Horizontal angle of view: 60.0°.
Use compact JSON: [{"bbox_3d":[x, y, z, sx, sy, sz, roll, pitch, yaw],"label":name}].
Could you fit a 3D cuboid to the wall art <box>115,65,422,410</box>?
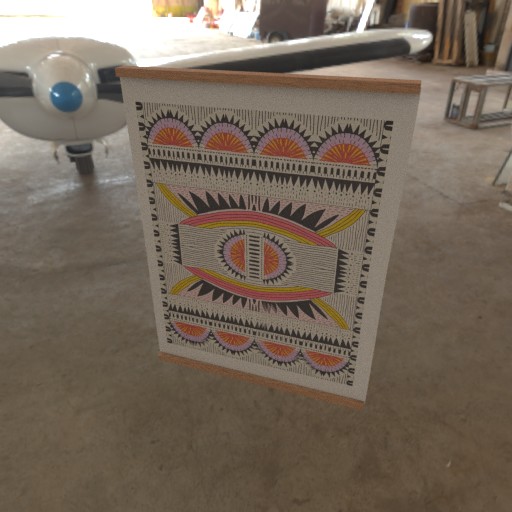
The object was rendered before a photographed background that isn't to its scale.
[{"bbox_3d":[0.000,0.000,0.793,0.456,0.609,0.028,10,32,16],"label":"wall art"}]
